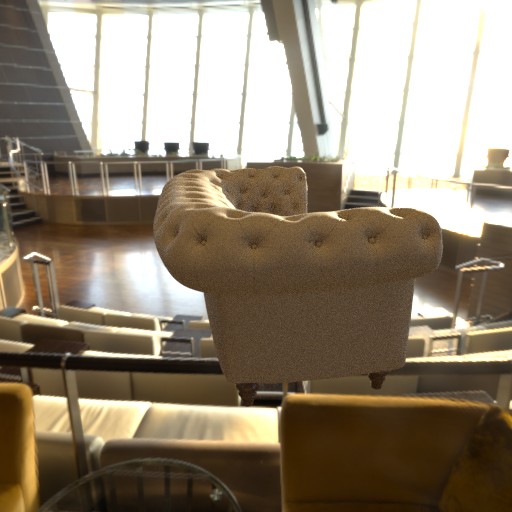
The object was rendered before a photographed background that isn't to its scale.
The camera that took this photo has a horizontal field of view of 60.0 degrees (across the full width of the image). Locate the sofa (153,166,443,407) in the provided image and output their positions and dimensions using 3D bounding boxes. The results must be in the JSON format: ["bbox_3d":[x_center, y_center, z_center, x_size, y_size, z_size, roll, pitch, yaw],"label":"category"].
[{"bbox_3d":[0.000,0.000,2.495,1.069,0.835,1.988,-3,17,-9],"label":"sofa"}]
